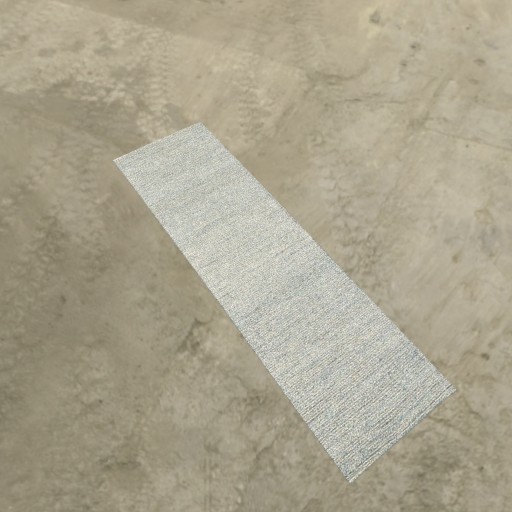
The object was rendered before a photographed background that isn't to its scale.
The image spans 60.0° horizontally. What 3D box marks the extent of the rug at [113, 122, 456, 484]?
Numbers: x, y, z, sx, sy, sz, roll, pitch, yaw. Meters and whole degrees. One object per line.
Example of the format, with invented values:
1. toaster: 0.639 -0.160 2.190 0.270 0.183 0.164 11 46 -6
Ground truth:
1. rug: 0.000 0.000 2.497 0.675 0.037 2.341 -30 61 -19
